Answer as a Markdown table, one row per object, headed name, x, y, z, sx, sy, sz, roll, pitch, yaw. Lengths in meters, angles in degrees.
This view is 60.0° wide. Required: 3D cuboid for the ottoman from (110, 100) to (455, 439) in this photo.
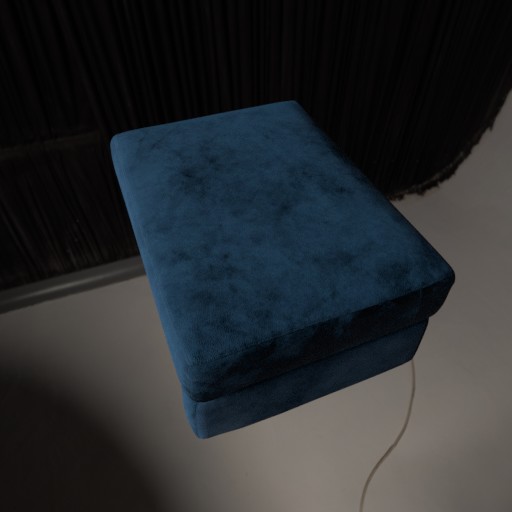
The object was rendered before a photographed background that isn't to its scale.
| name | x | y | z | sx | sy | sz | roll | pitch | yaw |
| --- | --- | --- | --- | --- | --- | --- | --- | --- | --- |
| ottoman | 0.000 | 0.000 | 1.166 | 0.572 | 0.503 | 0.773 | -16 | 49 | -15 |
